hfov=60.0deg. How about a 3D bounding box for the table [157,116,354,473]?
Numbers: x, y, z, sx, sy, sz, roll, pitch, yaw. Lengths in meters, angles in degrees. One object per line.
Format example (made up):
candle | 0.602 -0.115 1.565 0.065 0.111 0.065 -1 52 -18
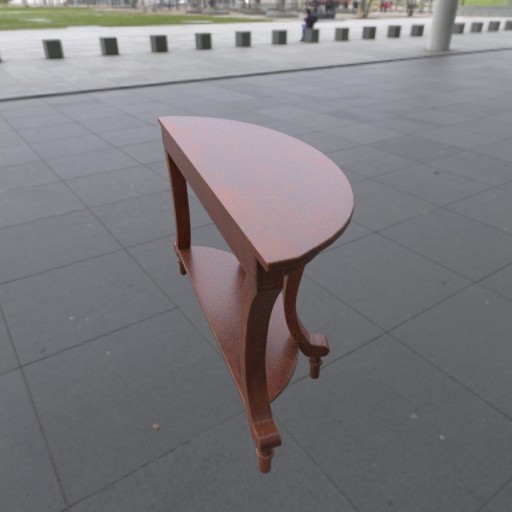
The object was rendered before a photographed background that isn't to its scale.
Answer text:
table | 0.000 0.000 1.499 0.394 0.699 1.198 -10 32 -17
